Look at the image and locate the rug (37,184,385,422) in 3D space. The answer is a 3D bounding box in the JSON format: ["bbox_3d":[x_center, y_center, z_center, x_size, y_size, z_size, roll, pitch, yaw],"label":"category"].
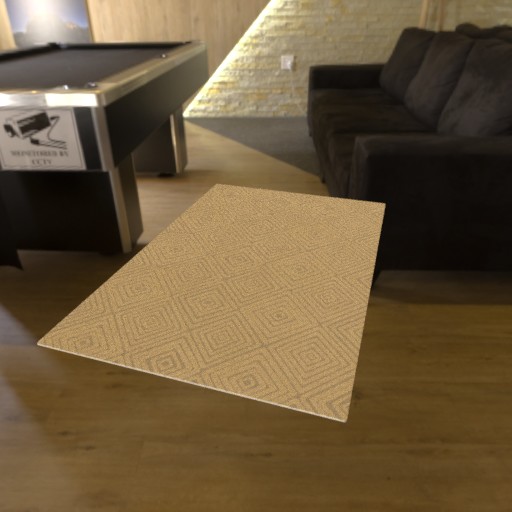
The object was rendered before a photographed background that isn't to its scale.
[{"bbox_3d":[0.000,0.000,2.215,1.143,0.008,1.753,9,31,16],"label":"rug"}]
